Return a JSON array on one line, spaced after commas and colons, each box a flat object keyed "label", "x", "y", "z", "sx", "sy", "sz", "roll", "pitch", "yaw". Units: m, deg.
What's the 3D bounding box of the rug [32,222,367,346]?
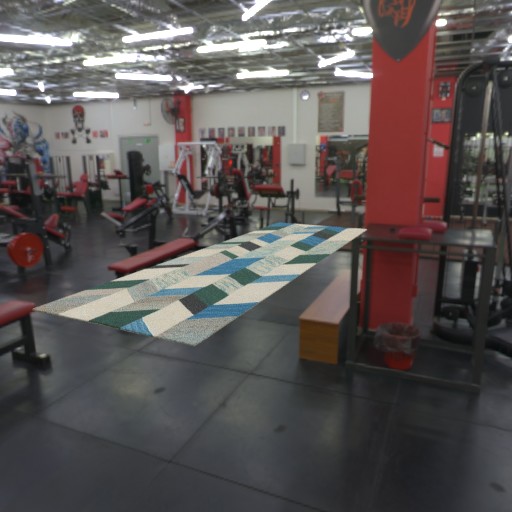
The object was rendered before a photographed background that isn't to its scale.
[{"label": "rug", "x": 0.000, "y": 0.000, "z": 2.643, "sx": 0.774, "sy": 0.008, "sz": 2.437, "roll": 7, "pitch": 15, "yaw": 26}]
